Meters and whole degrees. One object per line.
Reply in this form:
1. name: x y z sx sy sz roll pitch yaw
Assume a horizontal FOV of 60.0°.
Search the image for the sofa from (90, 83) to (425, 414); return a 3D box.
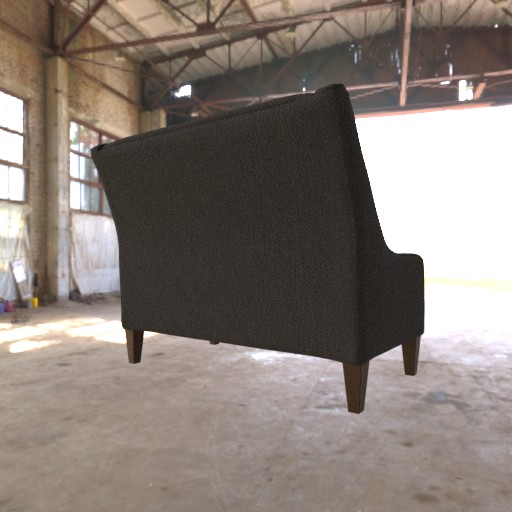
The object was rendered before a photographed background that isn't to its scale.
1. sofa: 0.000 0.000 1.960 1.242 1.022 0.873 0 0 37
